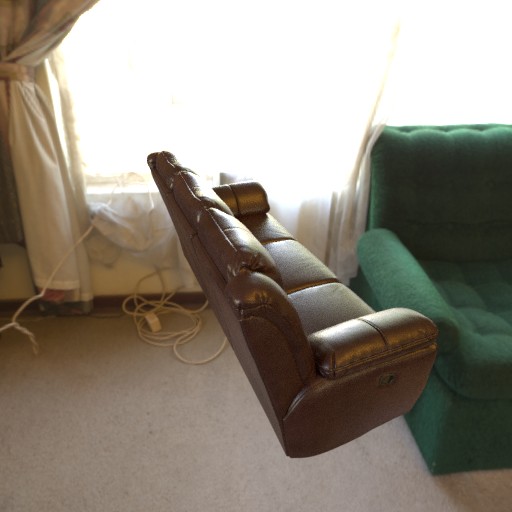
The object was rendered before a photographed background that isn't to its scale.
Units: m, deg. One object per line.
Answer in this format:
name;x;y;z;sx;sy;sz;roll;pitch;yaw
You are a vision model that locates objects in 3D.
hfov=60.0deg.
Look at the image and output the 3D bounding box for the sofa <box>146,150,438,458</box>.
sofa;0.000;0.000;2.828;0.991;1.043;2.337;-10;29;-18
